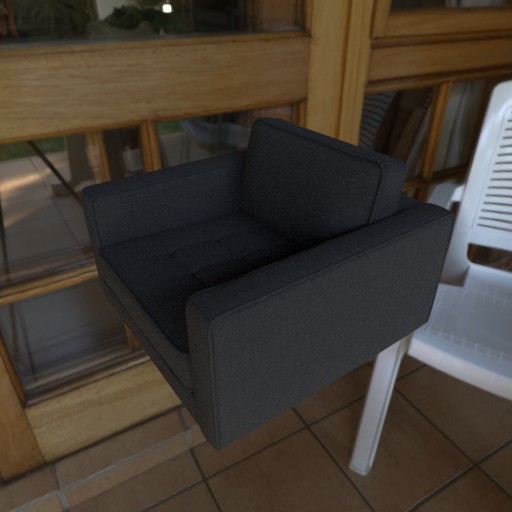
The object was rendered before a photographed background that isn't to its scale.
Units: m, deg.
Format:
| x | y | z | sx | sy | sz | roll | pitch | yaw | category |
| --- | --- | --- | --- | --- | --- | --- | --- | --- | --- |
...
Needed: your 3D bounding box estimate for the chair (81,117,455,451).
| x | y | z | sx | sy | sz | roll | pitch | yaw | category |
| --- | --- | --- | --- | --- | --- | --- | --- | --- | --- |
| 0.000 | 0.000 | 1.552 | 0.919 | 0.770 | 0.899 | -21 | 37 | -30 | chair |
